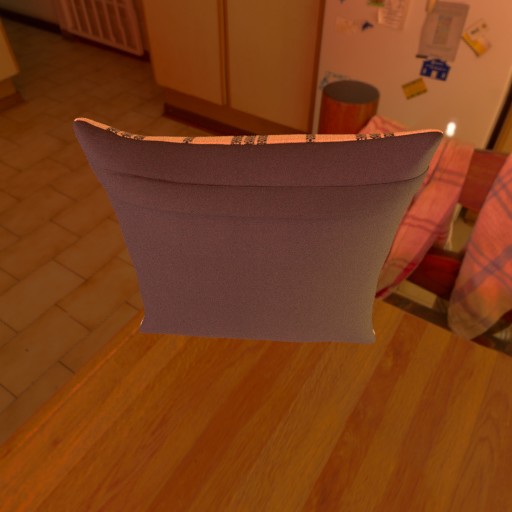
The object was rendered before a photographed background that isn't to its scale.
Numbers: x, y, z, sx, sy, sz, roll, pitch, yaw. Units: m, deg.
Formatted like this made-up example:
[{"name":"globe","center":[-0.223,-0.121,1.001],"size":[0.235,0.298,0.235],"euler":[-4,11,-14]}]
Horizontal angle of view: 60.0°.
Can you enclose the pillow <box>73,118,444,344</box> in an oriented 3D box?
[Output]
[{"name":"pillow","center":[0.000,0.000,0.621],"size":[0.405,0.406,0.173],"euler":[2,46,2]}]
